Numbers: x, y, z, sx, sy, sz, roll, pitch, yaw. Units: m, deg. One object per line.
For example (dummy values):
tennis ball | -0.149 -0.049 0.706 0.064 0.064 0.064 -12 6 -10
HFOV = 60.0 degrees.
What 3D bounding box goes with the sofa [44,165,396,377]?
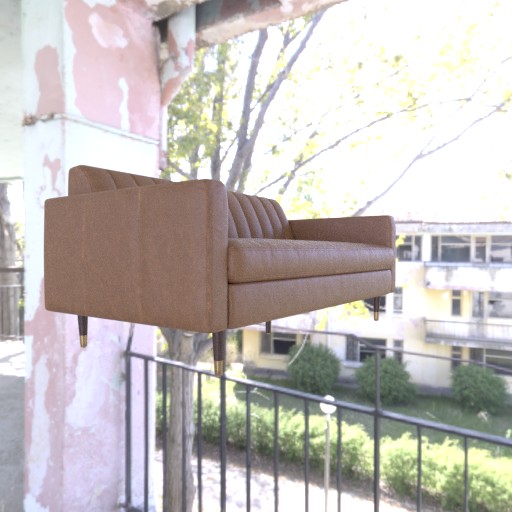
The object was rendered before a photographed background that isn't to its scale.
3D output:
sofa | 0.000 0.000 2.381 0.993 0.821 1.847 0 1 35
